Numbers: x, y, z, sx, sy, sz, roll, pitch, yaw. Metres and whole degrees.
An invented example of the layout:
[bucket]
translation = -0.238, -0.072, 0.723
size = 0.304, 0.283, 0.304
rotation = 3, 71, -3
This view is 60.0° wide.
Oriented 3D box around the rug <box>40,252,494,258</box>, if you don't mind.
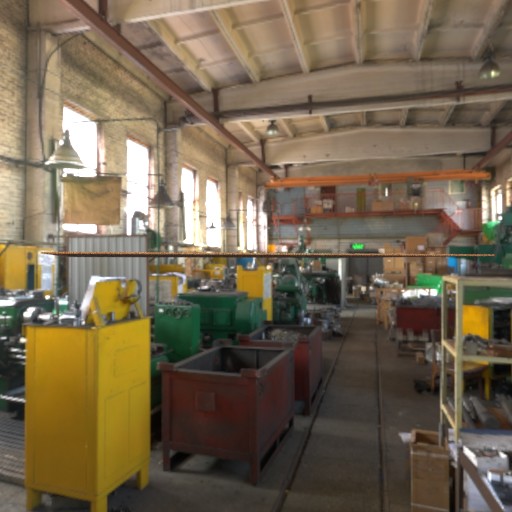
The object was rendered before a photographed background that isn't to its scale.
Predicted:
[rug]
translation = 0.000, 0.000, 2.133
size = 1.747, 0.006, 1.143
rotation = 0, -1, -19
